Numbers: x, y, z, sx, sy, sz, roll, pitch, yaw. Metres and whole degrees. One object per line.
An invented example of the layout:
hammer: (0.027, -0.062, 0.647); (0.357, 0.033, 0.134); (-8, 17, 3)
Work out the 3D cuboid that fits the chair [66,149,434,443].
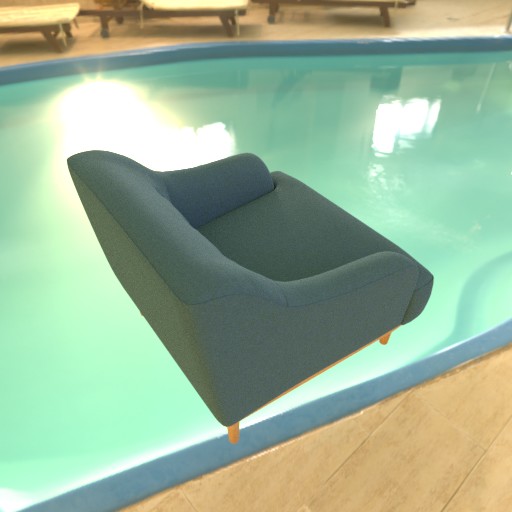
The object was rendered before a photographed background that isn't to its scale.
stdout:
chair: (0.000, 0.000, 1.636); (0.951, 0.818, 0.946); (-26, 48, -26)
